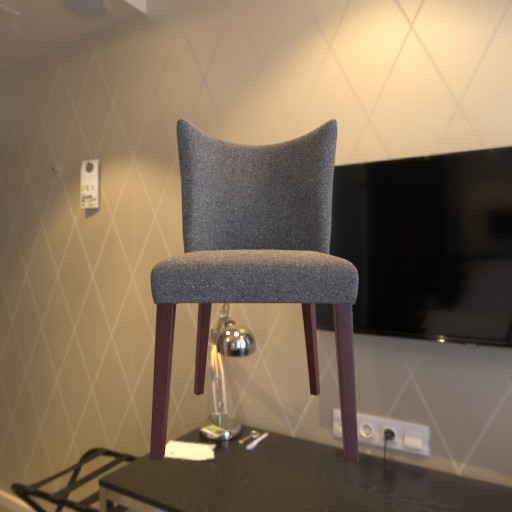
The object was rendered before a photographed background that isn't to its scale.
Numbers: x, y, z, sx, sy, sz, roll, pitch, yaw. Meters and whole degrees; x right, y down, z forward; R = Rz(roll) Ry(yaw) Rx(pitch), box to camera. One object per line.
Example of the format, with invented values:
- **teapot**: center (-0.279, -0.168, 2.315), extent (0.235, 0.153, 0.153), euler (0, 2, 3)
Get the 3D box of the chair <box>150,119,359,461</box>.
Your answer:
- **chair**: center (0.000, 0.000, 1.305), extent (0.535, 0.924, 0.623), euler (0, -1, 1)
